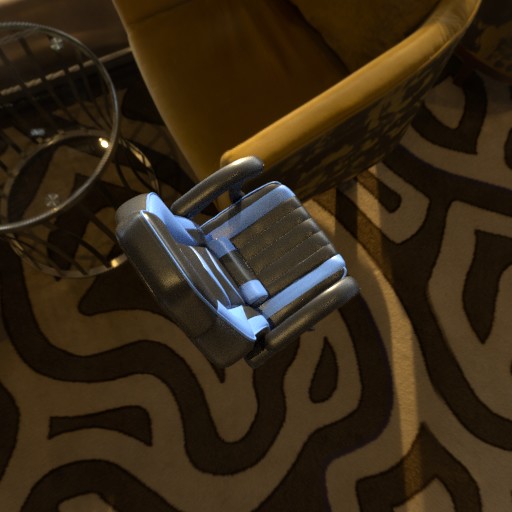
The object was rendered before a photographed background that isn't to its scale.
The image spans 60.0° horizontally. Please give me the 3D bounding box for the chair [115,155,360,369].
[{"bbox_3d":[0.000,0.000,1.678,0.700,1.280,0.700,-34,78,-9],"label":"chair"}]
